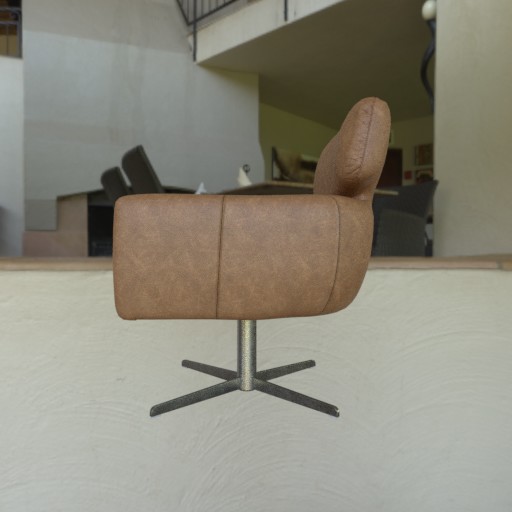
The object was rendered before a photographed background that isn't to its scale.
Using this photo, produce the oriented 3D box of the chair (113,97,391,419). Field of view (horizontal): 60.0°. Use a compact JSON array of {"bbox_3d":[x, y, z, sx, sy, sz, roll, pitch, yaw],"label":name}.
[{"bbox_3d":[0.000,0.000,1.348,0.715,0.812,0.706,0,1,0],"label":"chair"}]
